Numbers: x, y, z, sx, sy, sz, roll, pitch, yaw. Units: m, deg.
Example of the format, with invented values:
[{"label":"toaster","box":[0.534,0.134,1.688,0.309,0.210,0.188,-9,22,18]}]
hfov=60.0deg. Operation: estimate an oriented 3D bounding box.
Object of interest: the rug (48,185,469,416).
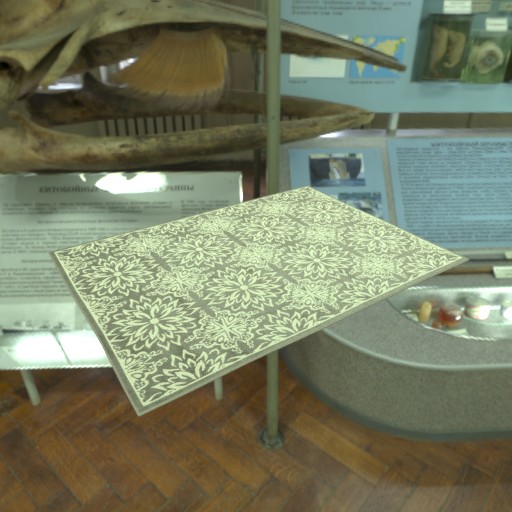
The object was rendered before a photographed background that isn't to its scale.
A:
[{"label":"rug","box":[0.000,0.000,2.874,2.213,0.014,1.608,-18,34,-29]}]
